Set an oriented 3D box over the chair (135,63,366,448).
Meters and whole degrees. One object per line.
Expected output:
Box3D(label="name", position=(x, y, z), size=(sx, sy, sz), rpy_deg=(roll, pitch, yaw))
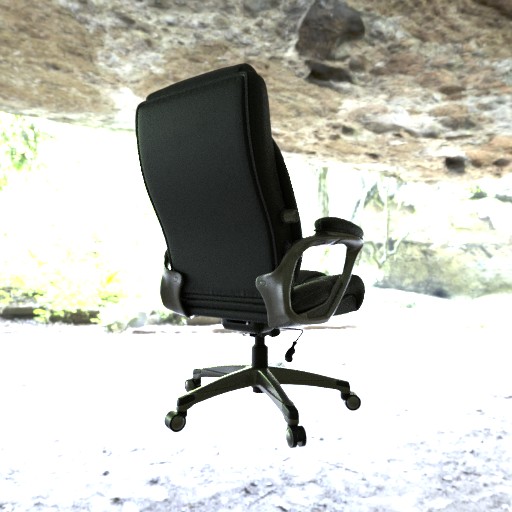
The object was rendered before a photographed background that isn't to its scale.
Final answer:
Box3D(label="chair", position=(0.000, 0.000, 1.694), size=(0.741, 1.167, 0.784), rpy_deg=(0, 0, 36))
